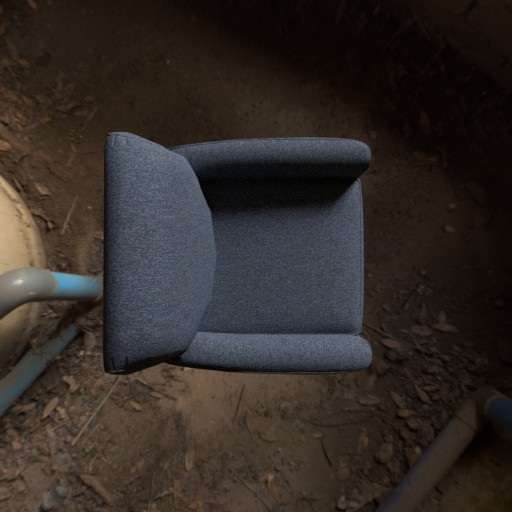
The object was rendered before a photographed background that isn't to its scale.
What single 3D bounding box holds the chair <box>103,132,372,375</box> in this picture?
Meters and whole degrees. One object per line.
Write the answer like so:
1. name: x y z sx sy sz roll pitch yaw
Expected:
1. chair: 0.000 0.000 1.652 0.850 1.016 0.839 0 89 -1
